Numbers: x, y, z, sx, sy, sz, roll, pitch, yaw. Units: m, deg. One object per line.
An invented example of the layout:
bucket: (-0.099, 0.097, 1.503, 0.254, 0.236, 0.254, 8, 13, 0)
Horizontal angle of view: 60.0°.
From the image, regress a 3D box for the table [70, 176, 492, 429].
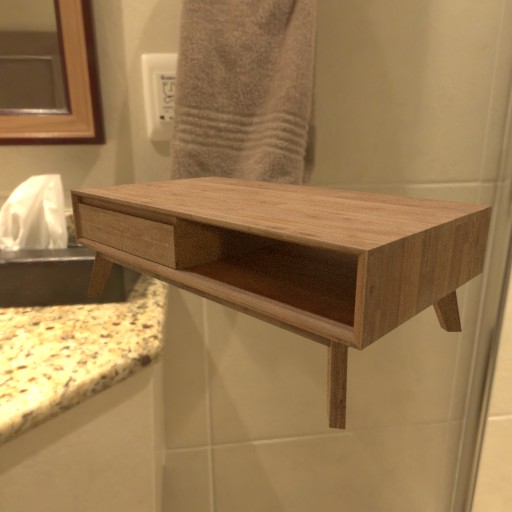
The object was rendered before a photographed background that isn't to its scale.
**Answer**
table: (0.000, 0.000, 1.982, 1.619, 0.531, 0.918, 15, 21, 42)
